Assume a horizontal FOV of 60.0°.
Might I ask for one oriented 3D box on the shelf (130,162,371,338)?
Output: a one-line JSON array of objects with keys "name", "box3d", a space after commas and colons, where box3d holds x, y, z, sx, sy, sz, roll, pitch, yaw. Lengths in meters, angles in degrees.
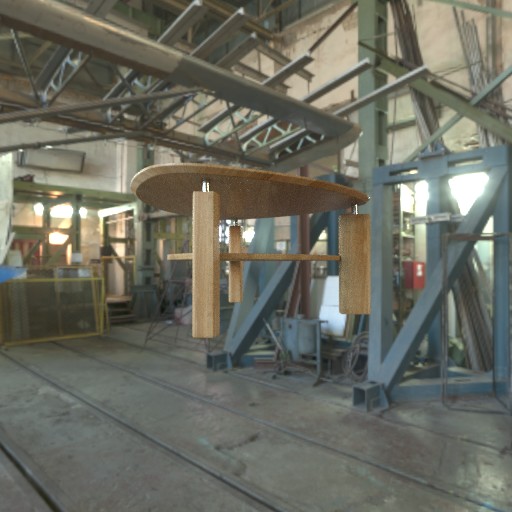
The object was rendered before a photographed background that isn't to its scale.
[{"name": "shelf", "box3d": [0.000, 0.000, 1.700, 0.863, 0.439, 1.240, 0, -1, 2]}]
